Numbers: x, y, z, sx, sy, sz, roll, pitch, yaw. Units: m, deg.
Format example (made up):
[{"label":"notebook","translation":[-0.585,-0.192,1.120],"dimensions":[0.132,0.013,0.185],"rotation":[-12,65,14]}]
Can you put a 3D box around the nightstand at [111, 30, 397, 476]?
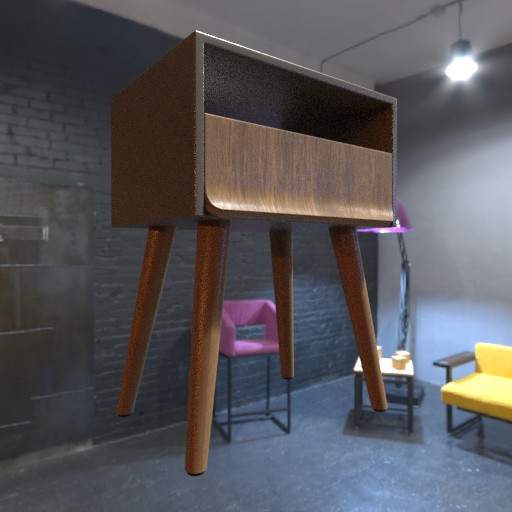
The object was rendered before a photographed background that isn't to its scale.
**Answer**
[{"label":"nightstand","translation":[0.000,0.000,0.713],"dimensions":[0.370,0.508,0.288],"rotation":[0,1,-37]}]
